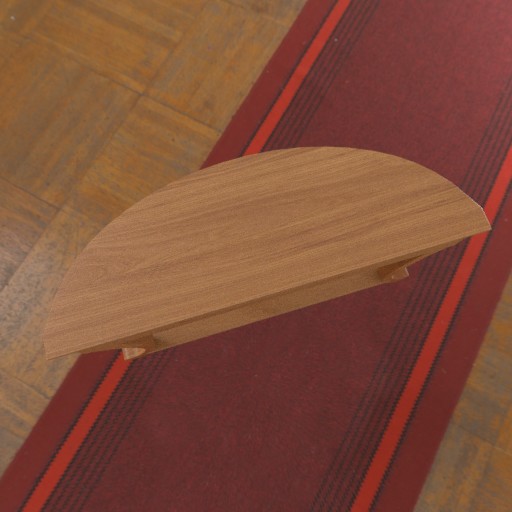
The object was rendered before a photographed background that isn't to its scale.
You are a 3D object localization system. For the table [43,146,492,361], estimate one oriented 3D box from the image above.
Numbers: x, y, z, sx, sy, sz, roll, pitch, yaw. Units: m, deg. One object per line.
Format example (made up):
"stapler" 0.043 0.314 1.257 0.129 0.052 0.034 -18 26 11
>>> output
"table" 0.000 0.000 1.521 1.198 0.692 0.394 -16 75 -4
